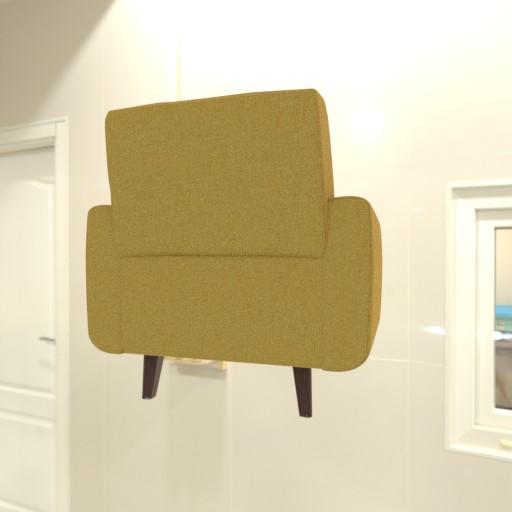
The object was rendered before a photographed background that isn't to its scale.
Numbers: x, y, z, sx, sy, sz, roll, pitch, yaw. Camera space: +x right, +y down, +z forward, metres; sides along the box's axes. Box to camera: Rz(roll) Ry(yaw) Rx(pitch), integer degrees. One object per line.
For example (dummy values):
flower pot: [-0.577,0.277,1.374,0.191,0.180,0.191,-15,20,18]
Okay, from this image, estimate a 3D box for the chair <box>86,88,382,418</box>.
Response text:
chair: [0.000,0.000,1.547,0.831,0.841,0.909,0,1,17]
